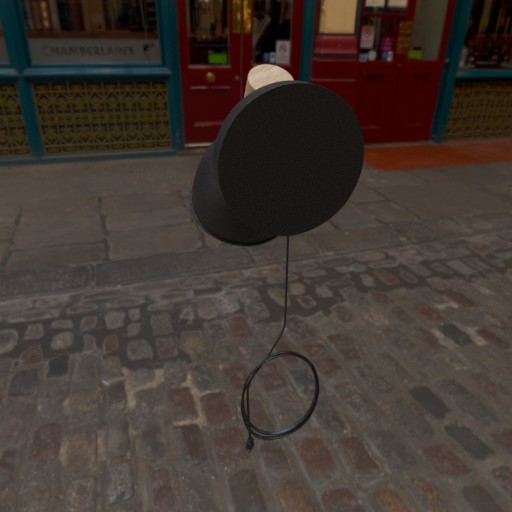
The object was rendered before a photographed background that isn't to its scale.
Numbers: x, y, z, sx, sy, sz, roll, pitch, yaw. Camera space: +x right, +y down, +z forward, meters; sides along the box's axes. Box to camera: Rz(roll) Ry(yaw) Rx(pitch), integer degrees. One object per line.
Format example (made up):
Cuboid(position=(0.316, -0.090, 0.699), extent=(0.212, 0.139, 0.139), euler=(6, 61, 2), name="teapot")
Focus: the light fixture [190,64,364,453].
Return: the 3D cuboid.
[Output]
Cuboid(position=(0.000, 0.000, 0.502), extent=(0.127, 0.401, 0.203), euler=(-8, 28, -16), name="light fixture")
